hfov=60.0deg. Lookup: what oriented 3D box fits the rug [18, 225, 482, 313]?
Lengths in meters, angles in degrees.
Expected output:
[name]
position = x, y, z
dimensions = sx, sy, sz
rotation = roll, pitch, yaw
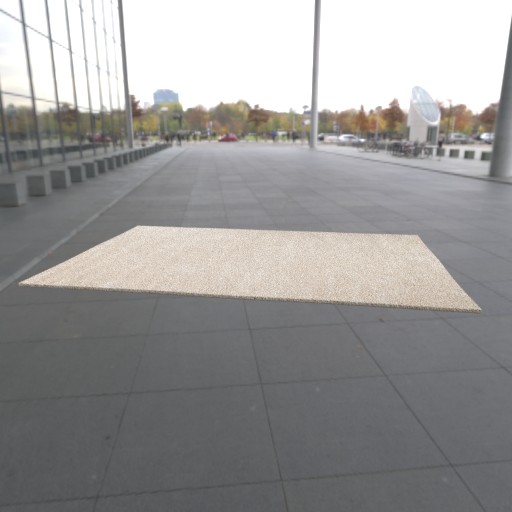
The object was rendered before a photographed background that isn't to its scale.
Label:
[rug]
position = 0.000, 0.000, 3.399
dimensions = 2.699, 0.025, 1.800
rotation = 2, 16, 9
